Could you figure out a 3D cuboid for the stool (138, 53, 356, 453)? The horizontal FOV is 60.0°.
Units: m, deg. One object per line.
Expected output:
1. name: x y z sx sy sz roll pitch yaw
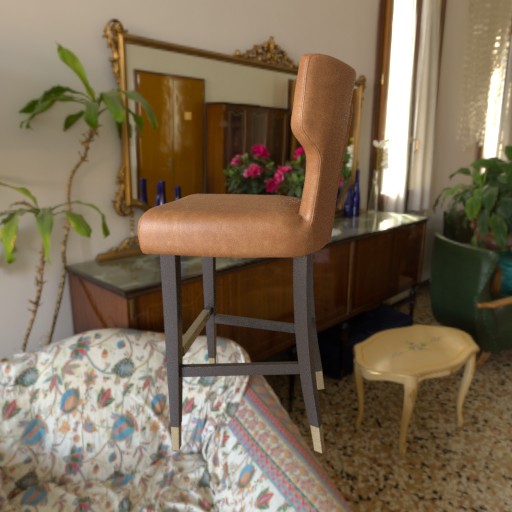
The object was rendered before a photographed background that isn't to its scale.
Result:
1. stool: 0.000 0.000 1.397 0.563 1.092 0.526 2 13 8
